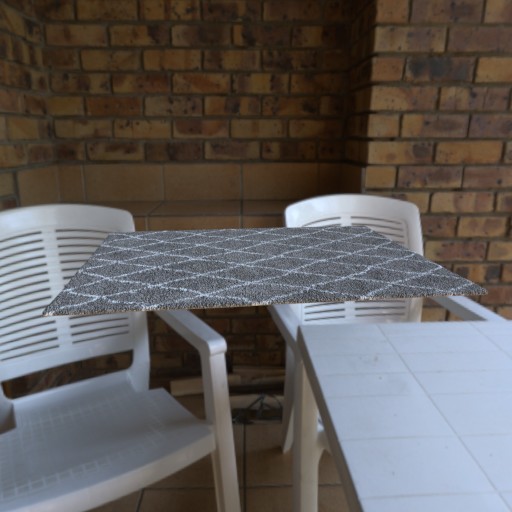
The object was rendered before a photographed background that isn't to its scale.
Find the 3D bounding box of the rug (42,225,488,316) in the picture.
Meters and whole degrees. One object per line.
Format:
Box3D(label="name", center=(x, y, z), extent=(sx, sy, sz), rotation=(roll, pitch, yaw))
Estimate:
Box3D(label="rug", center=(0.000, 0.000, 4.133), extent=(3.047, 0.029, 2.438), rotation=(-2, 15, -7))
